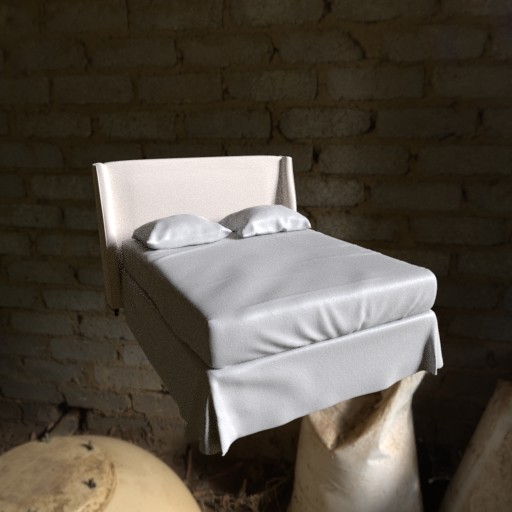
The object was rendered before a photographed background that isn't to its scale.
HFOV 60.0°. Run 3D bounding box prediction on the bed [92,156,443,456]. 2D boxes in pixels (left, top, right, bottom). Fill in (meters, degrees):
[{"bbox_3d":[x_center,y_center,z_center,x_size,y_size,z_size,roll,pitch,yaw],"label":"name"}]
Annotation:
[{"bbox_3d":[0.000,0.000,3.371,1.925,1.332,2.276,-9,19,-27],"label":"bed"}]
